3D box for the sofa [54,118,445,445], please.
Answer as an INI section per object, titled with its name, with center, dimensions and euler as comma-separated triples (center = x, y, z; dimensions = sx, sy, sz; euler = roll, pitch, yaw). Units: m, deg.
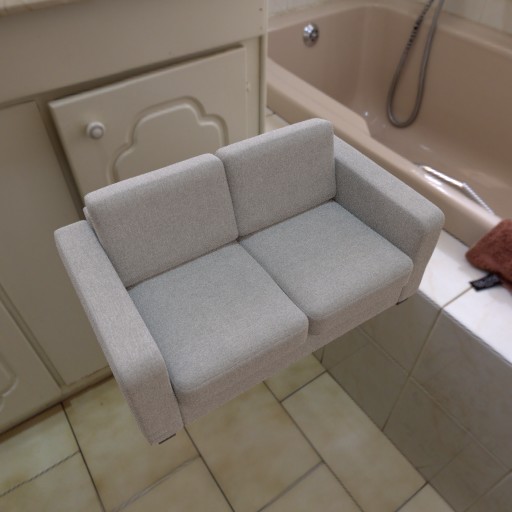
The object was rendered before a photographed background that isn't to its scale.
[sofa]
center = 0.000, 0.000, 2.060
dimensions = 1.540, 0.800, 0.900
euler = -24, 51, -22
